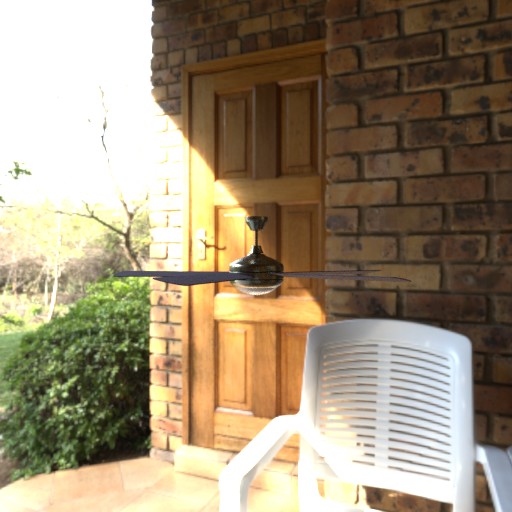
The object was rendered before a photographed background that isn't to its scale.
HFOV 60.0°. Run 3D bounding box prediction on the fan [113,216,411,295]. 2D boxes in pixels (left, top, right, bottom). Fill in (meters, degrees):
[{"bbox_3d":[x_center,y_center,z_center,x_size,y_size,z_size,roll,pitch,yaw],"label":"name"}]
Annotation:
[{"bbox_3d":[0.000,0.000,2.026,1.321,0.356,1.321,0,0,17],"label":"fan"}]
